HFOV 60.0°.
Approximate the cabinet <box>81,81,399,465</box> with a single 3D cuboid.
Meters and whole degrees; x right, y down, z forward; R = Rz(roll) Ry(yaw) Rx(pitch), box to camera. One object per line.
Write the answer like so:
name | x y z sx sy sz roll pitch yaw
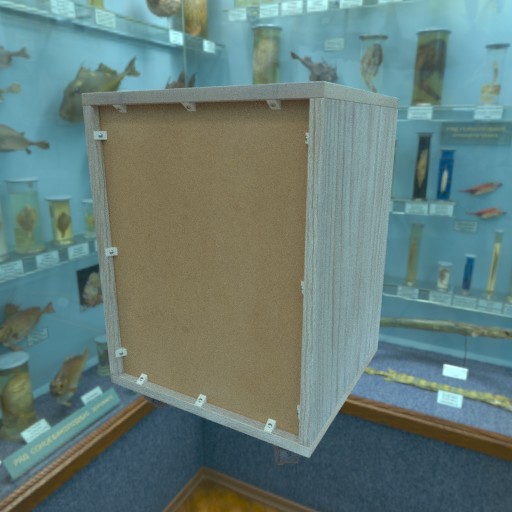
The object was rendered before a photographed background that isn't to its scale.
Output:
cabinet | 0.000 0.000 0.853 0.409 0.579 0.401 9 19 28
